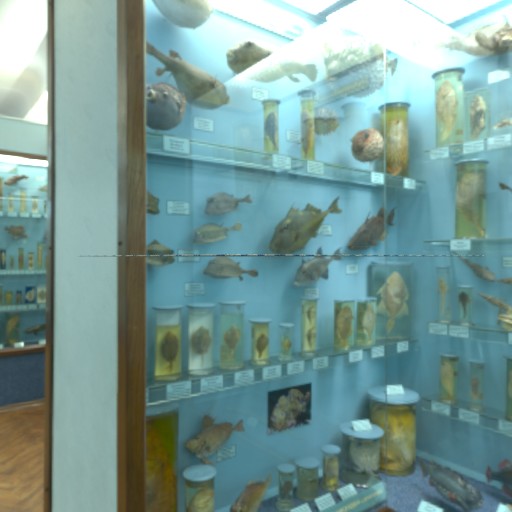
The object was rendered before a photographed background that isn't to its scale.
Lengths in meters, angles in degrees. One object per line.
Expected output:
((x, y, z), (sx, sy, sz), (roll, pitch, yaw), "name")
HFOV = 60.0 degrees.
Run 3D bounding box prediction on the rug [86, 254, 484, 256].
((0.000, 0.000, 4.175), (2.453, 0.008, 3.059), (0, 0, -36), "rug")
